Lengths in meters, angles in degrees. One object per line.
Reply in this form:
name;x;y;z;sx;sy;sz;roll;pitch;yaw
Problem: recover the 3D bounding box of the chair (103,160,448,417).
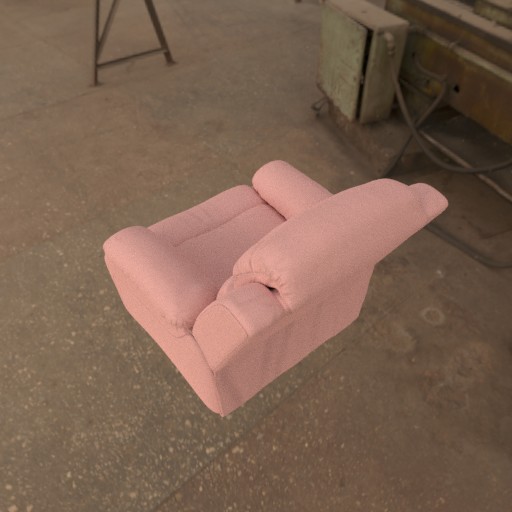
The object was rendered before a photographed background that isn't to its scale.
chair;0.000;0.000;1.265;0.680;0.702;0.709;-30;52;-26
